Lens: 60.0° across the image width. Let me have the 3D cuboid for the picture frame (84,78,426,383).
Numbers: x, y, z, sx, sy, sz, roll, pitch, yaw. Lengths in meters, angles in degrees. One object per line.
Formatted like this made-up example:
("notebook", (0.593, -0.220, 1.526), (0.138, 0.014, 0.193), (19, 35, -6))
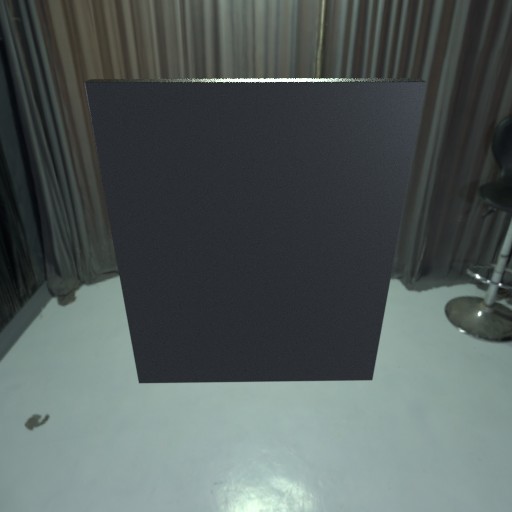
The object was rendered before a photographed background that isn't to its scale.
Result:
("picture frame", (0.000, 0.000, 0.747), (0.460, 0.556, 0.028), (0, 30, -1))
